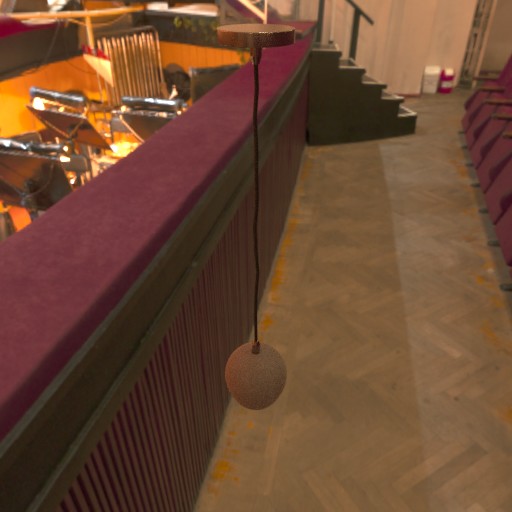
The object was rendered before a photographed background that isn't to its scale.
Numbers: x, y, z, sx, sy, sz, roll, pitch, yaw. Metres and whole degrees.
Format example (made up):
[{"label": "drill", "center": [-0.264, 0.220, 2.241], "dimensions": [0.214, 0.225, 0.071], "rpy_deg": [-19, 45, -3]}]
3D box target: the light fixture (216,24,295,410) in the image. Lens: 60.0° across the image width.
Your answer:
[{"label": "light fixture", "center": [0.000, 0.000, 0.830], "dimensions": [0.139, 0.764, 0.139], "rpy_deg": [9, 34, 14]}]
